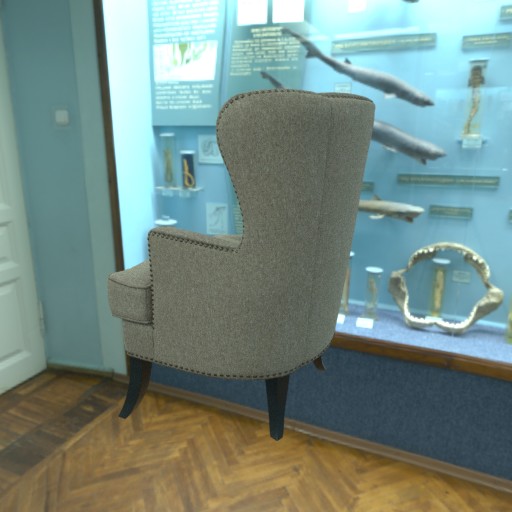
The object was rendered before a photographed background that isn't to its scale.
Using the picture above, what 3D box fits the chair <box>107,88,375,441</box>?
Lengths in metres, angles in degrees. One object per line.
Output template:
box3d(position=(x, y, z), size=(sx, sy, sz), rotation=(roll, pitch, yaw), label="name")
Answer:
box3d(position=(0.000, 0.000, 1.586), size=(0.758, 1.060, 0.759), rotation=(7, 17, 25), label="chair")
